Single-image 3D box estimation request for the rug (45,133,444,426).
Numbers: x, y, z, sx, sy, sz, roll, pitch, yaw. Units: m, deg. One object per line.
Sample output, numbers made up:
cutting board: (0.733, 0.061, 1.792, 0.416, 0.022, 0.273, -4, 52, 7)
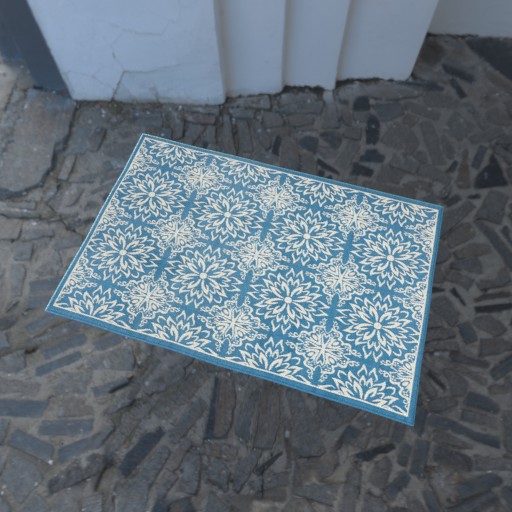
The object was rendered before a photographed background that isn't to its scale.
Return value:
rug: (0.000, 0.000, 3.545, 2.769, 0.018, 1.830, 15, 64, 8)
